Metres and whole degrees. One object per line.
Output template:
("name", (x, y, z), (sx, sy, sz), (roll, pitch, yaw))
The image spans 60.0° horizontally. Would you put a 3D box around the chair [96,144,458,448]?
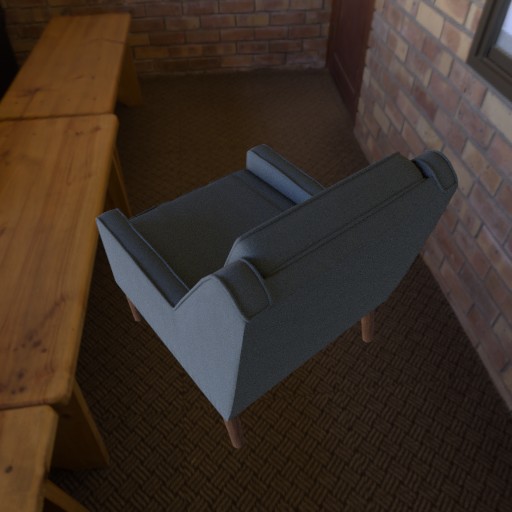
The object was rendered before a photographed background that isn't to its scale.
("chair", (0.000, 0.000, 1.321), (0.663, 0.780, 0.733), (-30, 52, -27))
